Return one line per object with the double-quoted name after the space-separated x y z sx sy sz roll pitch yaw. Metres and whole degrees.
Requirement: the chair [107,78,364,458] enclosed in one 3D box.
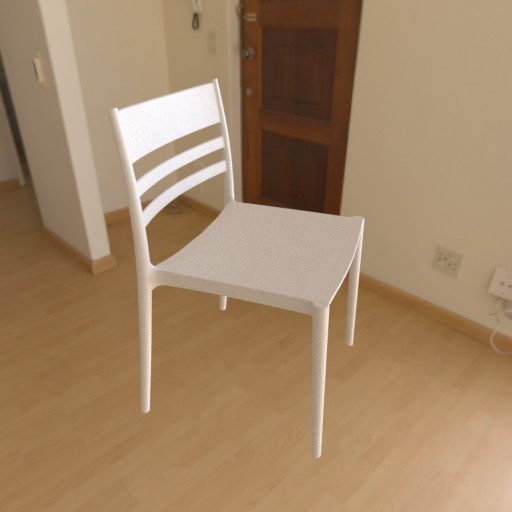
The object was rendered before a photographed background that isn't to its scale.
0.000 0.000 1.163 0.511 0.800 0.531 10 31 18 "chair"
